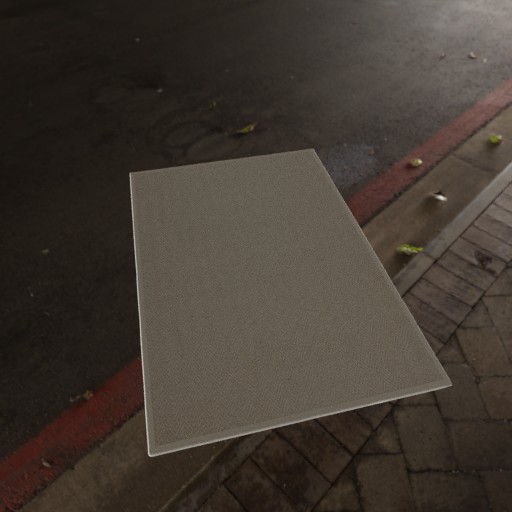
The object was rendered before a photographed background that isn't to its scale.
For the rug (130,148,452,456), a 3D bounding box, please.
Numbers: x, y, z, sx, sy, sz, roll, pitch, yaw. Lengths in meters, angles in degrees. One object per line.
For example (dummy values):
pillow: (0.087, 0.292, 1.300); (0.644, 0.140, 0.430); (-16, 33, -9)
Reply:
rug: (0.000, 0.000, 2.888); (1.532, 0.017, 2.244); (-10, 47, -9)
